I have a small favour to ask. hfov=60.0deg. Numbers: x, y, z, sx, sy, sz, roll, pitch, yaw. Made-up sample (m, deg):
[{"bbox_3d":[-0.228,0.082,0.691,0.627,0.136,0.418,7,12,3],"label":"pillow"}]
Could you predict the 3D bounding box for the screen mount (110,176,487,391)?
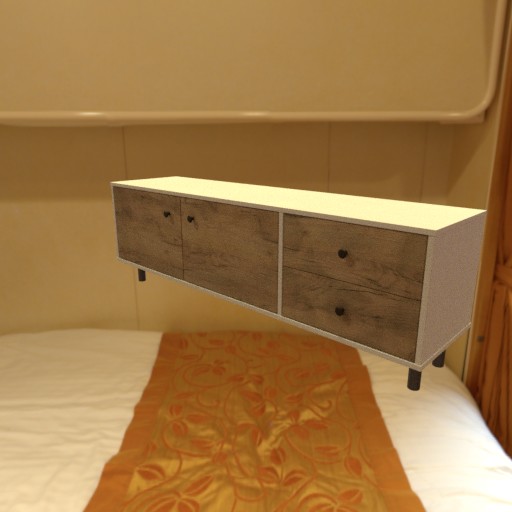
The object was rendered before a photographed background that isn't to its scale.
[{"bbox_3d":[0.000,0.000,1.844,1.600,0.520,0.418,14,21,41],"label":"screen mount"}]
